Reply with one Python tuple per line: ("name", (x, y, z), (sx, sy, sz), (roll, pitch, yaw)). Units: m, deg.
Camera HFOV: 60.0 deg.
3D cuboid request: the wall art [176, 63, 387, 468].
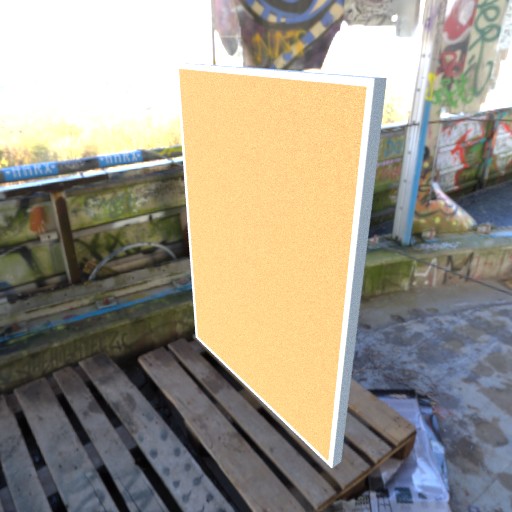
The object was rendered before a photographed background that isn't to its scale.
("wall art", (0.000, 0.000, 1.565), (0.046, 1.221, 0.914), (-18, 31, -33))
